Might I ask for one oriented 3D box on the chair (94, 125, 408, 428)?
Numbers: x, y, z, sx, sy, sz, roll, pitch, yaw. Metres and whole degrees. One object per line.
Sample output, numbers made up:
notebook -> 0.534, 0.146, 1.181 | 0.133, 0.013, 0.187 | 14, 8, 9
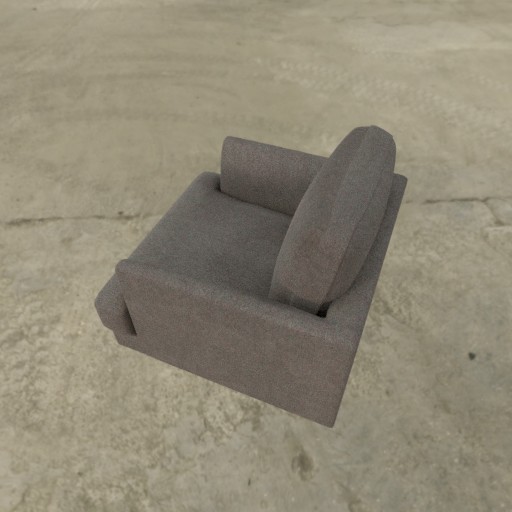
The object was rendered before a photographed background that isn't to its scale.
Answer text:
chair -> 0.000, 0.000, 1.672 | 0.899, 0.957, 0.858 | 17, 49, 15
